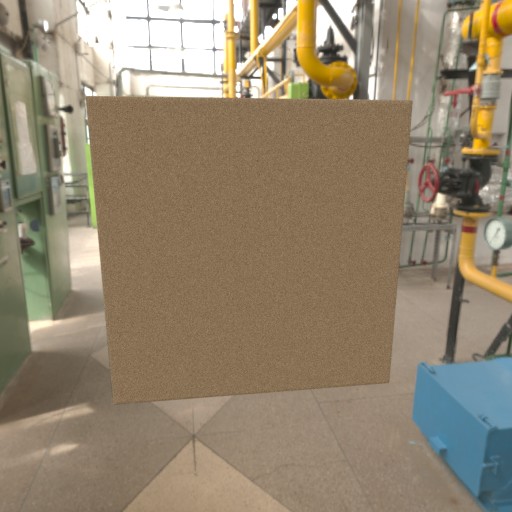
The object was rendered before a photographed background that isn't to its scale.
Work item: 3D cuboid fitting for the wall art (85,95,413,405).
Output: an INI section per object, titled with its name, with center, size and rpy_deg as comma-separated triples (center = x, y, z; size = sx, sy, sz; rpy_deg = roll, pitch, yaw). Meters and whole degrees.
[wall art]
center = 0.000, 0.000, 1.121
size = 0.749, 0.751, 0.050
rpy_deg = -2, 14, -8
